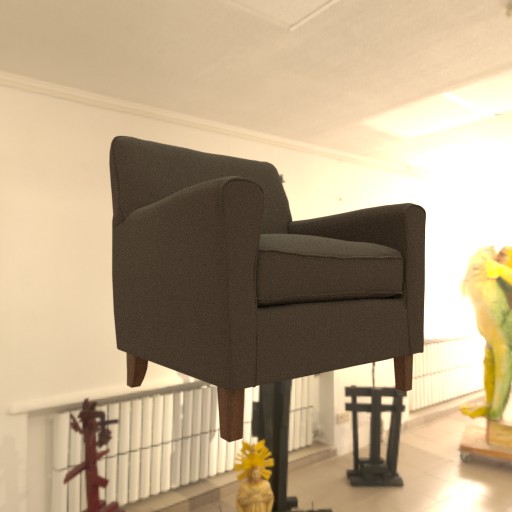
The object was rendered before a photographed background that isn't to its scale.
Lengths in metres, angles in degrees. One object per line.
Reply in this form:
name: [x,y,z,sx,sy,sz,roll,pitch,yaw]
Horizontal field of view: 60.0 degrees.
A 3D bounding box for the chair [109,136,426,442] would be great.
chair: [0.000,0.000,1.579,0.836,0.911,0.831,1,-2,-37]
